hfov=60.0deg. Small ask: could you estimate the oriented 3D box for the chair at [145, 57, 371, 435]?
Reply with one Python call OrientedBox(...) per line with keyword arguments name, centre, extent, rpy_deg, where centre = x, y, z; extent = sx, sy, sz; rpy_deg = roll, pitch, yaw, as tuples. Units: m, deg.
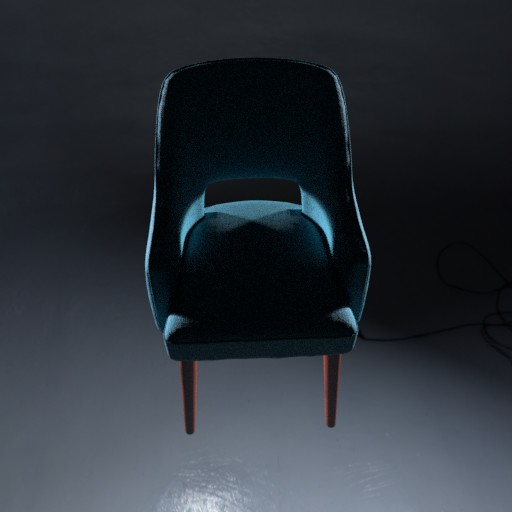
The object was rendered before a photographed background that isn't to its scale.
OrientedBox(name="chair", centre=(0.000, 0.000, 1.219), extent=(0.548, 0.849, 0.605), rpy_deg=(-2, 44, -2))
